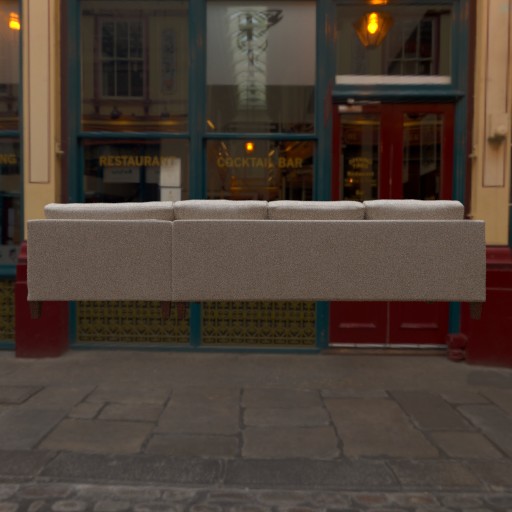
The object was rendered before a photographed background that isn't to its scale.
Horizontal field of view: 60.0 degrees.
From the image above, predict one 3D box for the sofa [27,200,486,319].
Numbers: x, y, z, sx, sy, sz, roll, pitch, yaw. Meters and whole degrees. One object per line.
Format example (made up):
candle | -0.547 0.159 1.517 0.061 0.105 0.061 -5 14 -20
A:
sofa | 0.000 0.000 3.858 3.186 0.846 1.625 0 1 0
